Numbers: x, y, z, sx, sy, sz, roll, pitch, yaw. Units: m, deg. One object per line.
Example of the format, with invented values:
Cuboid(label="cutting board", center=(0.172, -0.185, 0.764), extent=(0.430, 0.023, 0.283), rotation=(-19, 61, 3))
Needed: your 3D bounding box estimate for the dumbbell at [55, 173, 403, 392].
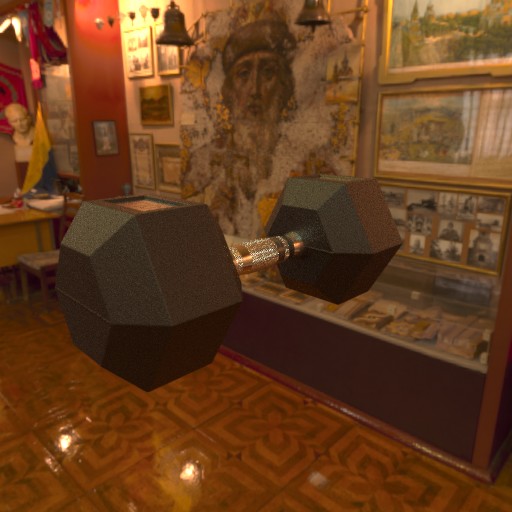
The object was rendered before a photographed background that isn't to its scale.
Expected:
Cuboid(label="dumbbell", center=(0.000, 0.000, 0.446), extent=(0.361, 0.137, 0.157), rotation=(-15, 22, -42))
